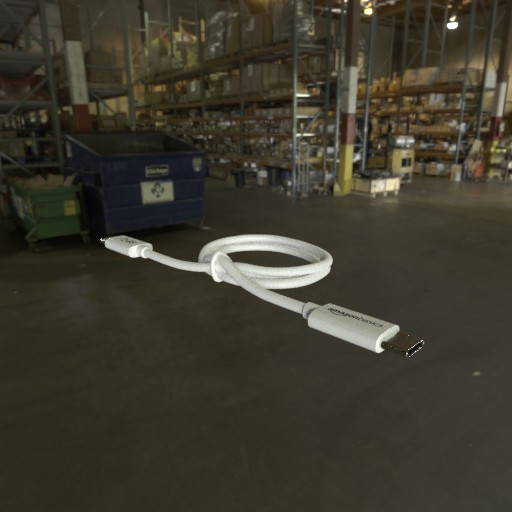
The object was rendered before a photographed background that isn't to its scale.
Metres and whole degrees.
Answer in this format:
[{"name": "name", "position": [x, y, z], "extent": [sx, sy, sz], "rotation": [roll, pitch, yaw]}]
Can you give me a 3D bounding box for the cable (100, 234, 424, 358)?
[{"name": "cable", "position": [0.000, 0.000, 0.210], "extent": [0.186, 0.014, 0.070], "rotation": [15, 22, 43]}]
